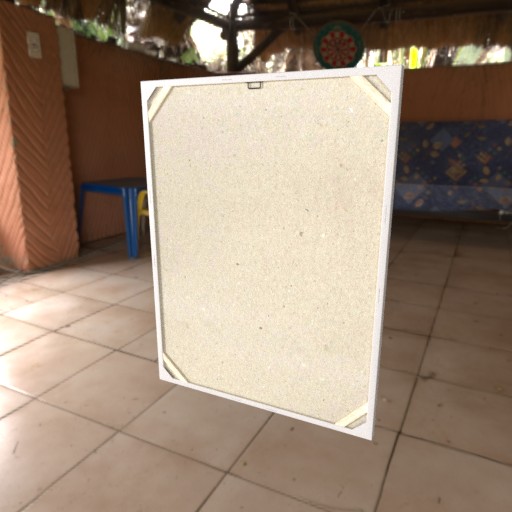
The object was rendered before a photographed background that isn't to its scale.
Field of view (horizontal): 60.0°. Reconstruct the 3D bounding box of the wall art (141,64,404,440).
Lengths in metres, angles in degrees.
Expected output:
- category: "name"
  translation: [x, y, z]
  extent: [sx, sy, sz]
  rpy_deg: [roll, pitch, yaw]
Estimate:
- category: "wall art"
  translation: [0.000, 0.000, 1.589]
  extent: [0.914, 1.212, 0.038]
  rpy_deg: [7, 17, 25]
